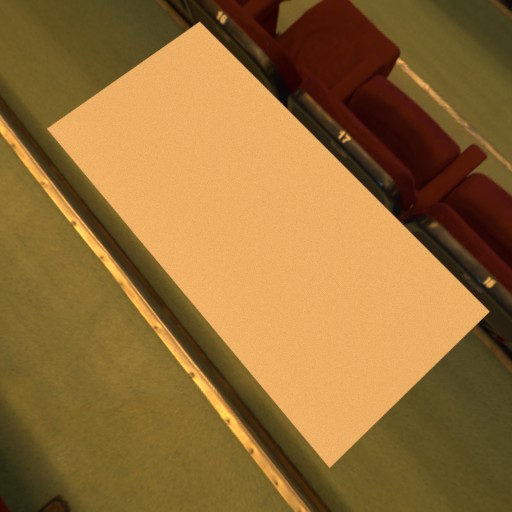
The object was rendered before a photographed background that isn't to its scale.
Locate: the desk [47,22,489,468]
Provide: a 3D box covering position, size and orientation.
[{"bbox_3d":[0.000,0.000,1.454,0.509,0.780,1.059,-40,79,-10],"label":"desk"}]
